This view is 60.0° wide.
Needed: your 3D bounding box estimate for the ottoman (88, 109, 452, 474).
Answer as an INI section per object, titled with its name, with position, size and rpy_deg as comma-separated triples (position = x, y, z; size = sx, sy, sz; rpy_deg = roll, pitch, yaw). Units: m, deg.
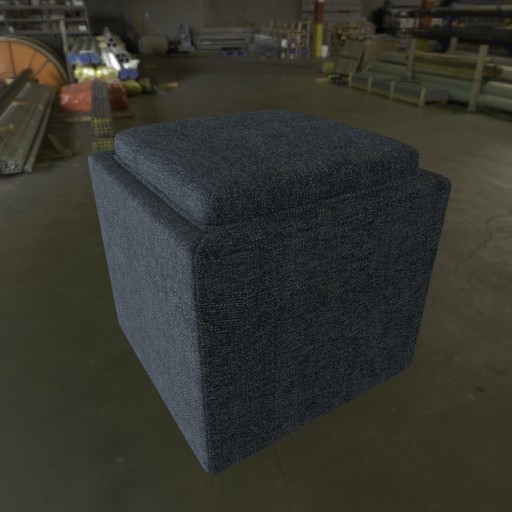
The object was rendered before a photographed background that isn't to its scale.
[ottoman]
position = 0.000, 0.000, 0.824
size = 0.450, 0.460, 0.450
rpy_deg = -17, 34, -28
